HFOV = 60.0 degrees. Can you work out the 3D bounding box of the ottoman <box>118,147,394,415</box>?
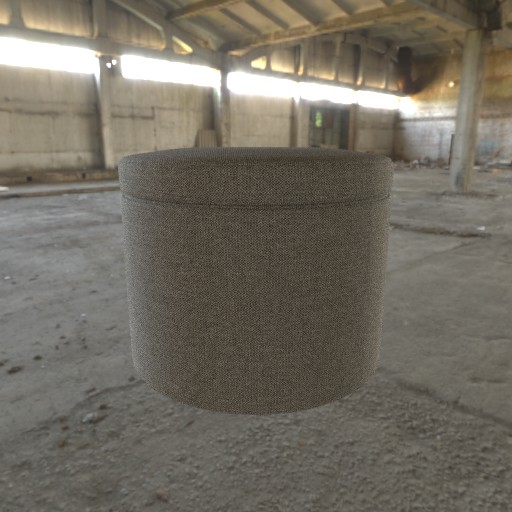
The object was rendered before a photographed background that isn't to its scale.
[{"bbox_3d":[0.000,0.000,0.879,0.500,0.419,0.500,0,14,0],"label":"ottoman"}]
